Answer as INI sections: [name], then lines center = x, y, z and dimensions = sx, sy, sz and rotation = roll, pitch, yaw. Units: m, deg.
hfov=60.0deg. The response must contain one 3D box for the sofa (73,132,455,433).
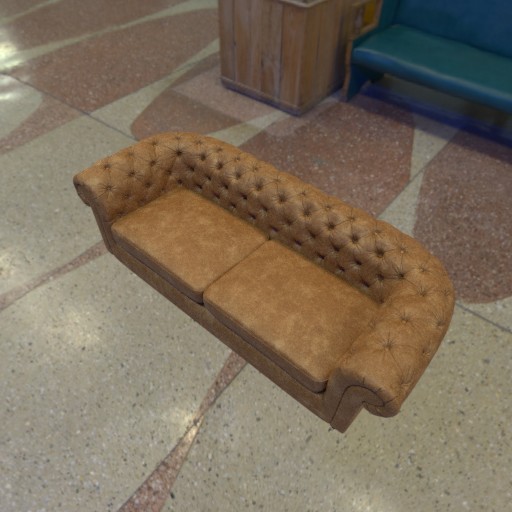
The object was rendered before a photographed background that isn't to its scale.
[sofa]
center = 0.000, 0.000, 2.793
dimensions = 2.365, 0.760, 0.989
rotation = 32, 55, 26
